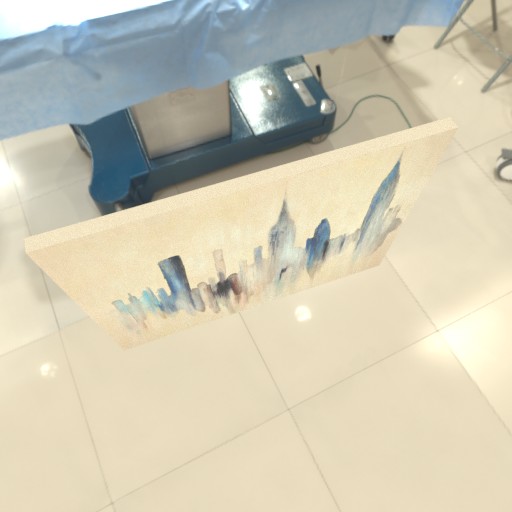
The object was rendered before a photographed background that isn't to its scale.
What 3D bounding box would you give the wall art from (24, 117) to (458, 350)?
[{"bbox_3d":[0.000,0.000,1.335,1.016,0.762,0.038,-17,64,-9],"label":"wall art"}]
